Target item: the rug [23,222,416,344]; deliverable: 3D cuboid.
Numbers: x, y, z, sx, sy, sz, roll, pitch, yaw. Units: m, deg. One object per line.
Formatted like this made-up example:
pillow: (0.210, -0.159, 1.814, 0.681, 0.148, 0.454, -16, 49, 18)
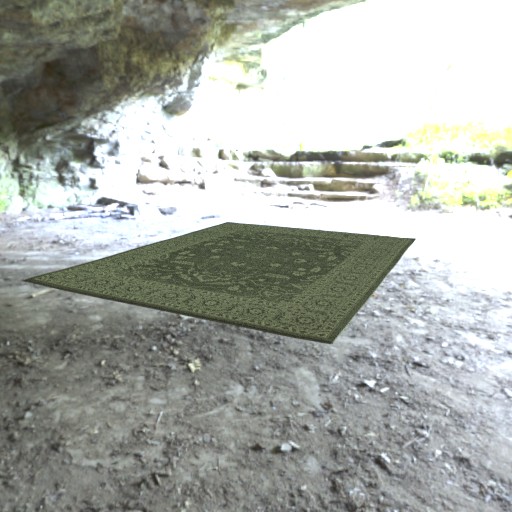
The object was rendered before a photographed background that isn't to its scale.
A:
rug: (0.000, 0.000, 4.153, 2.451, 0.026, 3.069, 7, 16, 26)
